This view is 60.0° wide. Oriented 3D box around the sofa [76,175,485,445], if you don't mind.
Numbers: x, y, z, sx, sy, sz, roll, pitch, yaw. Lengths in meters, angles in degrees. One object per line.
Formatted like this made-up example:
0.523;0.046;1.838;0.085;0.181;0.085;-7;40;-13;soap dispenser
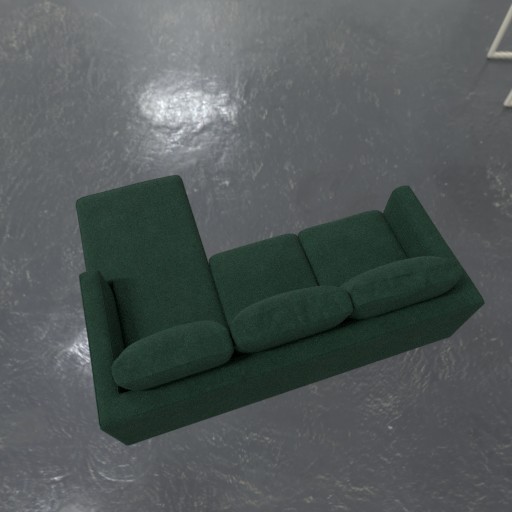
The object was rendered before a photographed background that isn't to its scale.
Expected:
0.000;0.000;2.749;2.030;0.899;1.580;-16;60;-9;sofa
